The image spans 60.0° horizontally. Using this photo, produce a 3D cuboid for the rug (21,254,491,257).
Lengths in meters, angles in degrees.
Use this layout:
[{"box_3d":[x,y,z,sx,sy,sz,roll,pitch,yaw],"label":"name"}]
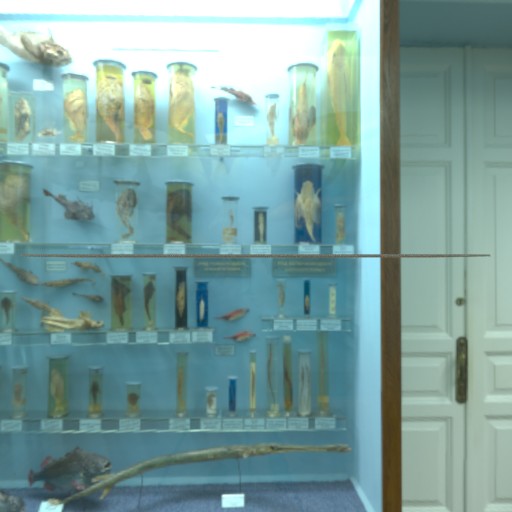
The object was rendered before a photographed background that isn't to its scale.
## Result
[{"box_3d":[0.000,0.000,2.663,2.430,0.012,0.767,0,-1,0],"label":"rug"}]
